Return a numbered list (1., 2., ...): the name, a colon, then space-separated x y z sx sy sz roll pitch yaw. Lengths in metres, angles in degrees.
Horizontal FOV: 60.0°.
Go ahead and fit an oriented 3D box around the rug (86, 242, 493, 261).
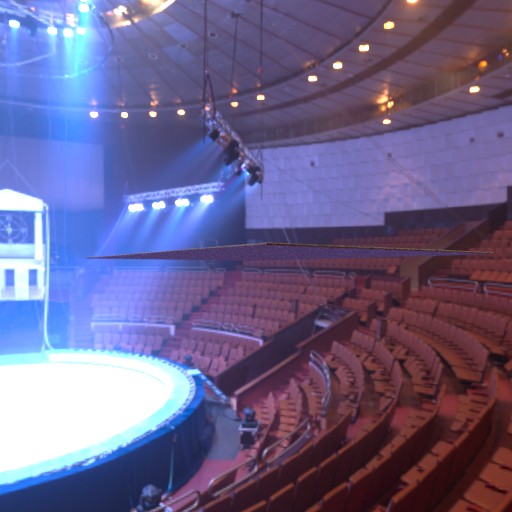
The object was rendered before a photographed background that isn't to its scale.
1. rug: 0.000 0.000 2.853 1.522 0.008 2.284 1 -2 -36
